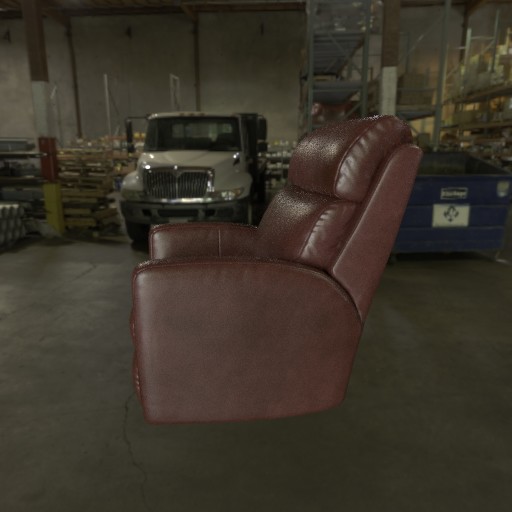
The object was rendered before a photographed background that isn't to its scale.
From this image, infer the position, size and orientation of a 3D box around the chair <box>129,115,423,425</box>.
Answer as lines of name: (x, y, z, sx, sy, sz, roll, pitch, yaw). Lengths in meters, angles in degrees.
chair: (0.000, 0.000, 1.717, 0.939, 1.016, 0.787, -2, 14, -9)
